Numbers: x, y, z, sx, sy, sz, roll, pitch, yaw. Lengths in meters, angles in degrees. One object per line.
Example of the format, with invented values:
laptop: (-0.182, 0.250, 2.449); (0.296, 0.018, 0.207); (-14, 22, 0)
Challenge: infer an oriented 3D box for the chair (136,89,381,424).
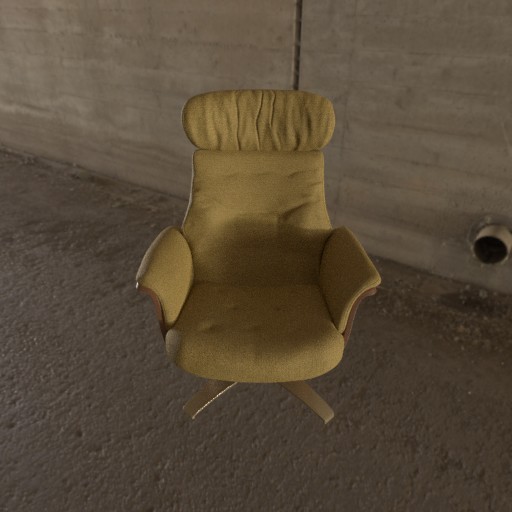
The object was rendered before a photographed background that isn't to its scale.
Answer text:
chair: (0.000, 0.000, 1.561); (0.785, 0.995, 0.837); (1, 30, 1)
